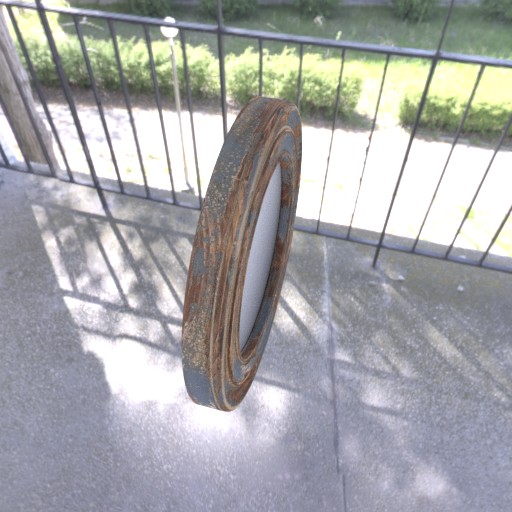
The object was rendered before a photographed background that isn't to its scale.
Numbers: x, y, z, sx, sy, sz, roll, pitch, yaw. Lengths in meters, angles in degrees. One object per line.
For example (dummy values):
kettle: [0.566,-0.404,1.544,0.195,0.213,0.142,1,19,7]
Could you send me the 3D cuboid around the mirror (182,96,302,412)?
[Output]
mirror: [0.000,0.000,0.867,0.061,0.585,0.585,12,47,11]
